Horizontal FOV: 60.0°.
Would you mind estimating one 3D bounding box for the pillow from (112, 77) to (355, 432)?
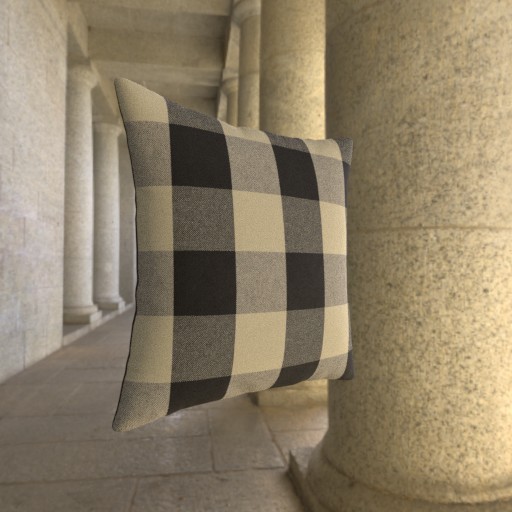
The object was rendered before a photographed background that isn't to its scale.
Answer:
[{"bbox_3d":[0.000,0.000,0.785,0.511,0.509,0.161,1,-2,-37],"label":"pillow"}]
